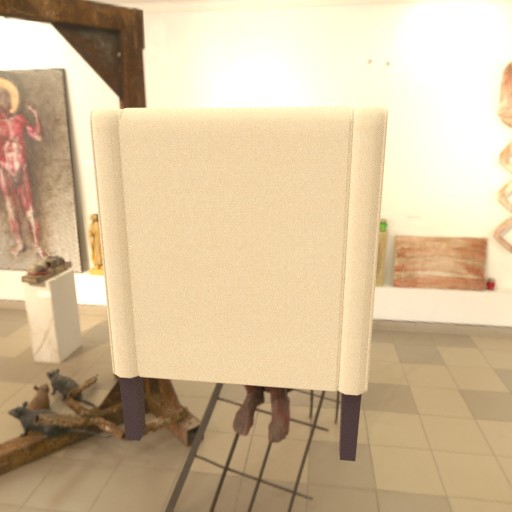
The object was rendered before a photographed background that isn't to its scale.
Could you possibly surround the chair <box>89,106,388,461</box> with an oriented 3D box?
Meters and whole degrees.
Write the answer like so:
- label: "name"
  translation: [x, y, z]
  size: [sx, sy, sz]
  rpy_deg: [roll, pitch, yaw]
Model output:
- label: "chair"
  translation: [0.000, 0.000, 1.453]
  size: [0.689, 0.886, 0.806]
  rpy_deg: [2, 15, 8]
